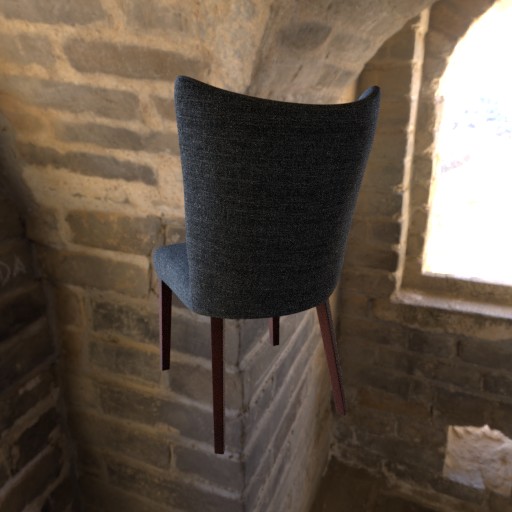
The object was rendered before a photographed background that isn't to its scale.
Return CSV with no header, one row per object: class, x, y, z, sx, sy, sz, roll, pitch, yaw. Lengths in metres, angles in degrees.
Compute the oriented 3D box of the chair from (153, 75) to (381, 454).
chair,0.000,0.000,1.294,0.535,0.924,0.623,-7,17,-24
